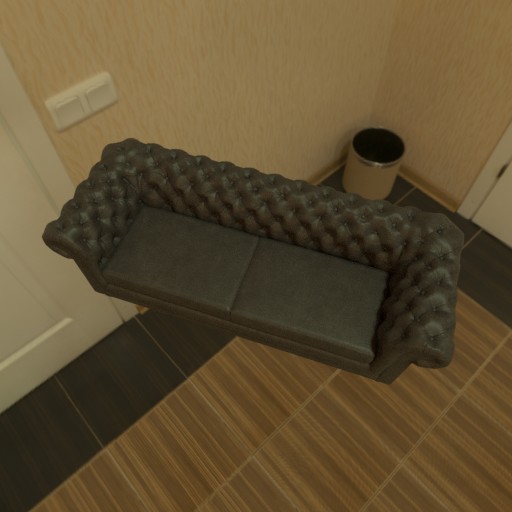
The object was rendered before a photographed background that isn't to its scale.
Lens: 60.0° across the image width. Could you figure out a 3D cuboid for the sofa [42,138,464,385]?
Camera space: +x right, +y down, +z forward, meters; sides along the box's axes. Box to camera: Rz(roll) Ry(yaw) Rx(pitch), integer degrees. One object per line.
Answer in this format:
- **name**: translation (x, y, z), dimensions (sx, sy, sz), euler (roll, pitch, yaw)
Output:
- **sofa**: translation (0.000, 0.000, 2.878), dimensions (2.385, 0.783, 0.944), euler (16, 59, 10)
